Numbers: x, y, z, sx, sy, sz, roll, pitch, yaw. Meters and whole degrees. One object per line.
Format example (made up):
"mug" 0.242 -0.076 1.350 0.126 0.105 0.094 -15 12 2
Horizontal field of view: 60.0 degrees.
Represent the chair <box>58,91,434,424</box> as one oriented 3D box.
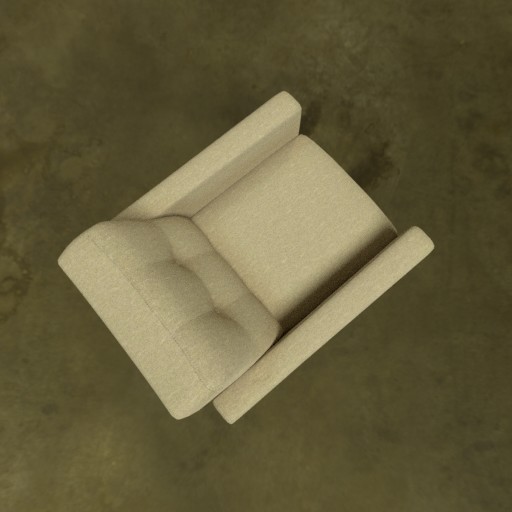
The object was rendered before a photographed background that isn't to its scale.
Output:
"chair" 0.000 0.000 1.850 1.128 0.965 0.897 -39 79 -9
